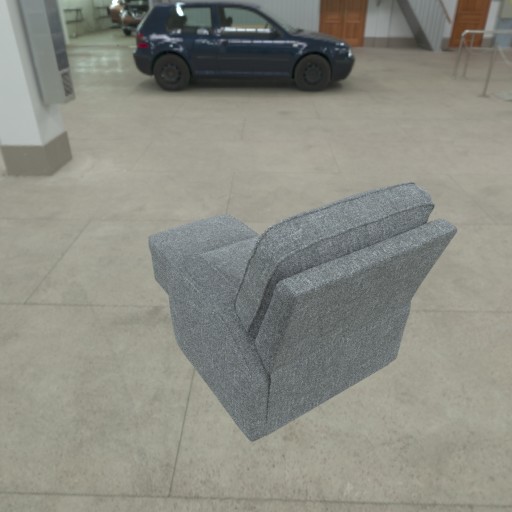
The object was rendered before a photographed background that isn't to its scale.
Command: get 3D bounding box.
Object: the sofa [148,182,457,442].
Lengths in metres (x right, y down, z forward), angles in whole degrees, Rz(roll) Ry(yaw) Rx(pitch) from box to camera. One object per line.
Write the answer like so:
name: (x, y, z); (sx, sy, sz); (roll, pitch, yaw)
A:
sofa: (0.000, 0.000, 2.100); (0.861, 0.959, 1.472); (-19, 36, -29)
